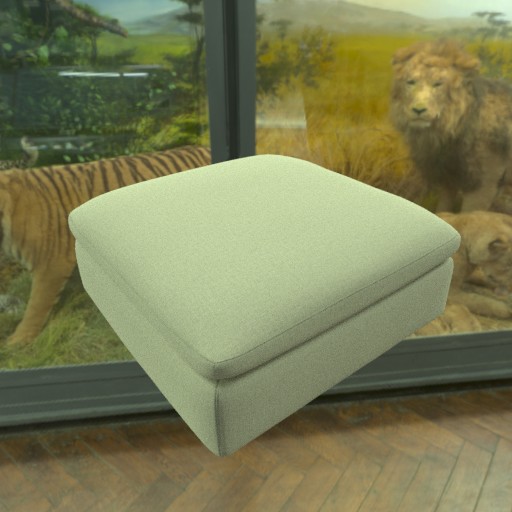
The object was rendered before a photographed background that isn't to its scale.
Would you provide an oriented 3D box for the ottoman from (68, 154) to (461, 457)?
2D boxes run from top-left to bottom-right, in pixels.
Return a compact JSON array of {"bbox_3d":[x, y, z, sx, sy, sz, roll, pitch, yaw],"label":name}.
[{"bbox_3d":[0.000,0.000,1.540,0.996,0.467,0.977,-21,37,-32],"label":"ottoman"}]
